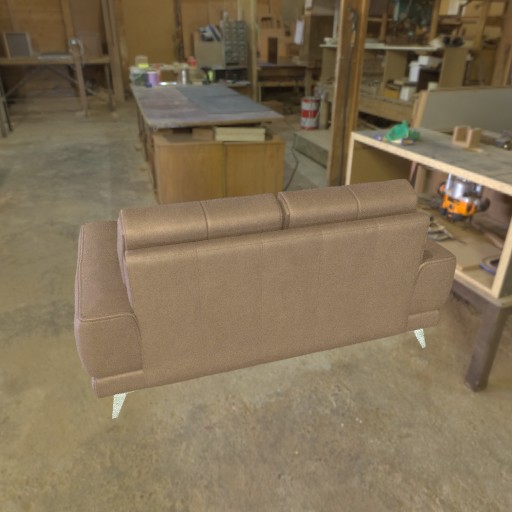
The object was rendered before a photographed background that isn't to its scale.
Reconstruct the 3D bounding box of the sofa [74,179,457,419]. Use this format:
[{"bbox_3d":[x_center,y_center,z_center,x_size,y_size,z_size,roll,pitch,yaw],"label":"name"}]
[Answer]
[{"bbox_3d":[0.000,0.000,2.372,1.806,0.907,1.018,-8,28,-16],"label":"sofa"}]
